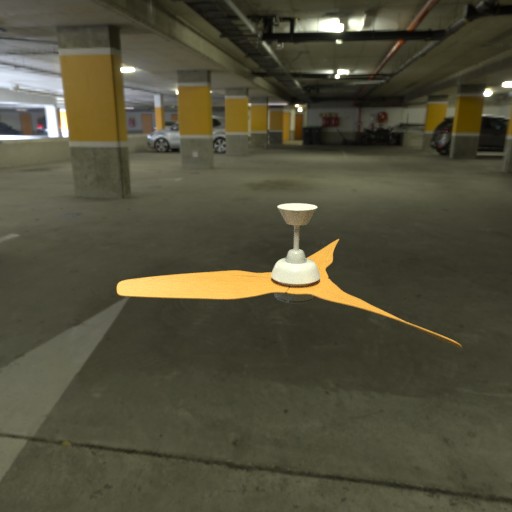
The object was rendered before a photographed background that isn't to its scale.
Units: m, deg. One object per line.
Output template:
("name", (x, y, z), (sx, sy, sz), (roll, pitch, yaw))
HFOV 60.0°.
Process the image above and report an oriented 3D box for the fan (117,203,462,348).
("fan", (0.000, 0.000, 1.622), (1.010, 0.355, 1.142), (-2, 16, -8))
